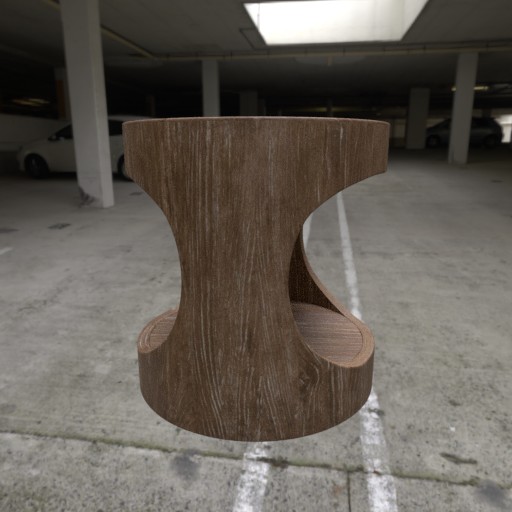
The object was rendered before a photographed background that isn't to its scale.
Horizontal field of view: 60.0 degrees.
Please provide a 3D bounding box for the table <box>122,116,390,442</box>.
[{"bbox_3d":[0.000,0.000,0.974,0.527,0.551,0.527,0,14,0],"label":"table"}]
